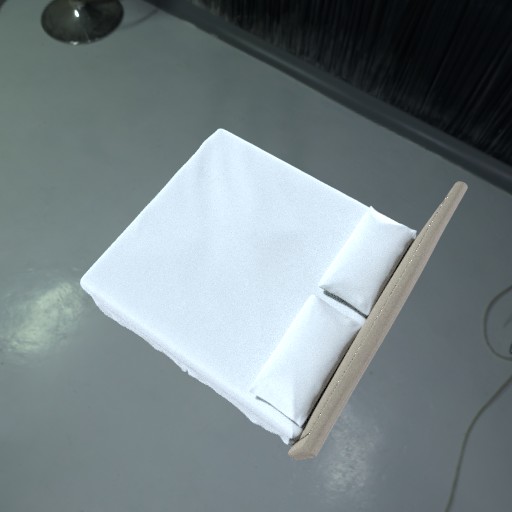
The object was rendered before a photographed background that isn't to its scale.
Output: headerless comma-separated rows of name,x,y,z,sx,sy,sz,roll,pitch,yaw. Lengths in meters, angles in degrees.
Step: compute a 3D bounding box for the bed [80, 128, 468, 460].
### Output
bed,0.000,0.000,3.511,2.182,1.421,2.083,31,68,14
